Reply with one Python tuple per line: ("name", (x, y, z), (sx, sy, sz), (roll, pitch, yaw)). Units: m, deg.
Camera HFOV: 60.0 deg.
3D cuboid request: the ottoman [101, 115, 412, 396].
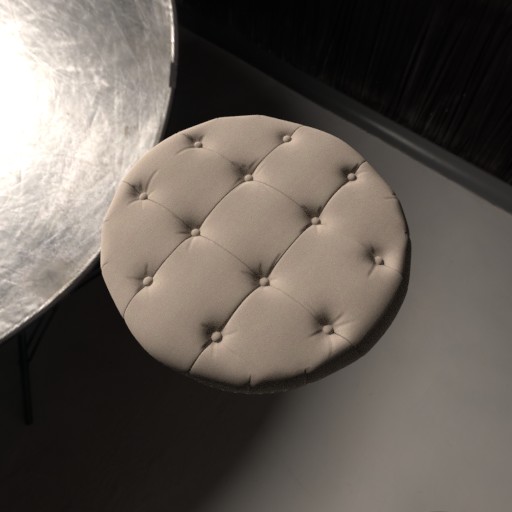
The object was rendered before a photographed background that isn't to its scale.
("ottoman", (0.000, 0.000, 1.422), (0.901, 0.439, 0.901), (0, 63, 0))
